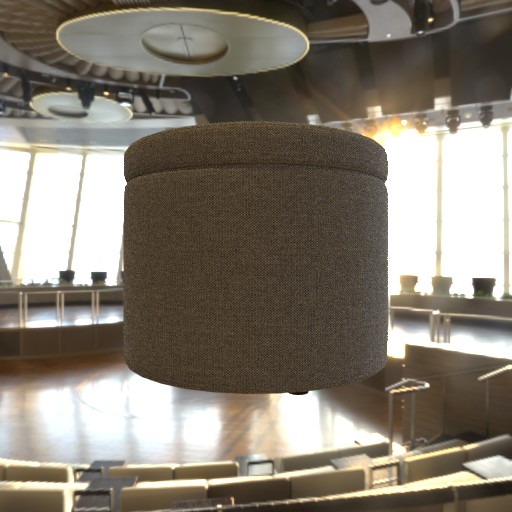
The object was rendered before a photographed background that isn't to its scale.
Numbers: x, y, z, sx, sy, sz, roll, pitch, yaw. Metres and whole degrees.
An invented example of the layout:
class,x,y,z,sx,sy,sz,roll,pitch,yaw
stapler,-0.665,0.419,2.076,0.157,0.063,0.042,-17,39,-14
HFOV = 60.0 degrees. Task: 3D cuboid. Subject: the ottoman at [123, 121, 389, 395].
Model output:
class,x,y,z,sx,sy,sz,roll,pitch,yaw
ottoman,0.000,0.000,0.872,0.500,0.419,0.500,0,0,0
